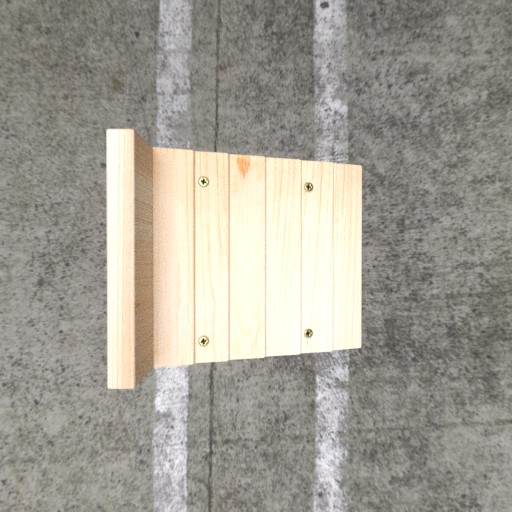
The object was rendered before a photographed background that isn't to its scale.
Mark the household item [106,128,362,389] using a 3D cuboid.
[{"bbox_3d":[0.000,0.000,0.399,0.171,0.300,0.149,0,91,0],"label":"household item"}]
